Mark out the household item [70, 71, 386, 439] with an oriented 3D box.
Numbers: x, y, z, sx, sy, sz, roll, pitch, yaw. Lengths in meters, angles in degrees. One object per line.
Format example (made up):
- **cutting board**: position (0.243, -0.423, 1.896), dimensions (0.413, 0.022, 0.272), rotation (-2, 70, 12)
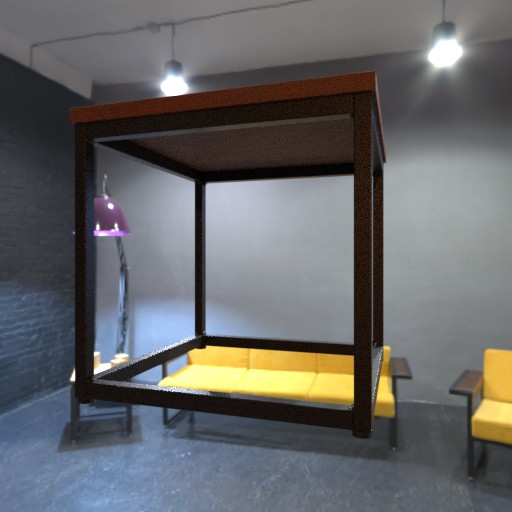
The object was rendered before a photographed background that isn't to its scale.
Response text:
- **household item**: position (0.000, 0.000, 0.729), dimensions (0.400, 0.400, 0.400), rotation (0, 0, 18)
